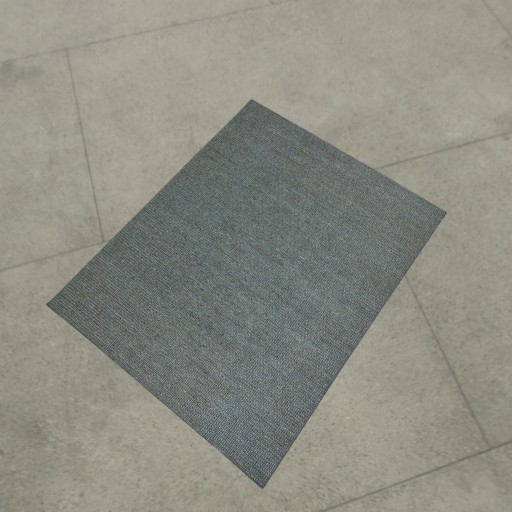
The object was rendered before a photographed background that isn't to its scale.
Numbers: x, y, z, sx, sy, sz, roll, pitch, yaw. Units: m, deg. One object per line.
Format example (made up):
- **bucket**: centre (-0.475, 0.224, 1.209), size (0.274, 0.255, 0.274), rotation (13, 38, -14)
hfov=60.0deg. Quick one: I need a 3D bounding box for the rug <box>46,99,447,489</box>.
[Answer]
- **rug**: centre (0.000, 0.000, 4.202), size (2.456, 0.021, 3.068), rotation (35, 70, 15)
